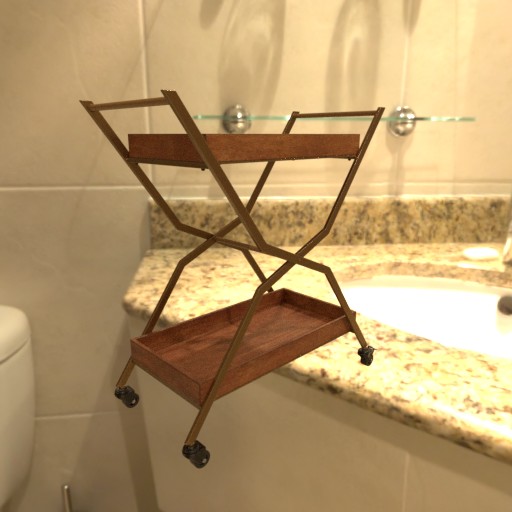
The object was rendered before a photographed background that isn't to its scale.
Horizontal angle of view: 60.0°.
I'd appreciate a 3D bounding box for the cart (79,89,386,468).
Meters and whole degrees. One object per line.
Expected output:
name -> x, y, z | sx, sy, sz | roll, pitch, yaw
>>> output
cart -> 0.000, 0.000, 1.341 | 0.836, 0.869, 0.405 | -14, 21, -42
